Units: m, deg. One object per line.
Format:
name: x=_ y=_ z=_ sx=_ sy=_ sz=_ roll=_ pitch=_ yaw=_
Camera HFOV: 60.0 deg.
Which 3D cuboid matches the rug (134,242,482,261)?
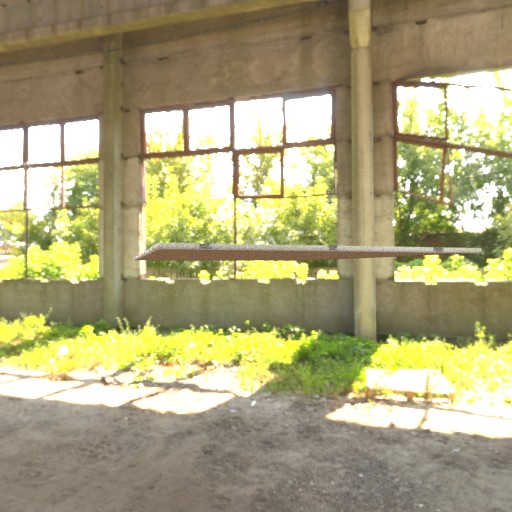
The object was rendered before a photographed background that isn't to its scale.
rug: x=0.000 y=0.000 z=2.965 sx=1.501 sy=0.024 sz=2.348 roll=1 pitch=-2 yaw=-17
